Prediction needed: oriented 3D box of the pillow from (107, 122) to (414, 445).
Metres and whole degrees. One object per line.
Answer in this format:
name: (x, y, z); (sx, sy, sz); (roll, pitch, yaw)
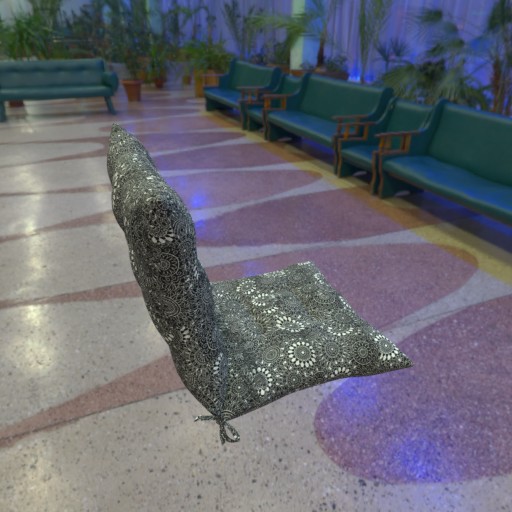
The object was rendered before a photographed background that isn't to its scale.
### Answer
pillow: (0.000, 0.000, 1.011); (0.585, 0.536, 0.541); (-11, 31, -19)
